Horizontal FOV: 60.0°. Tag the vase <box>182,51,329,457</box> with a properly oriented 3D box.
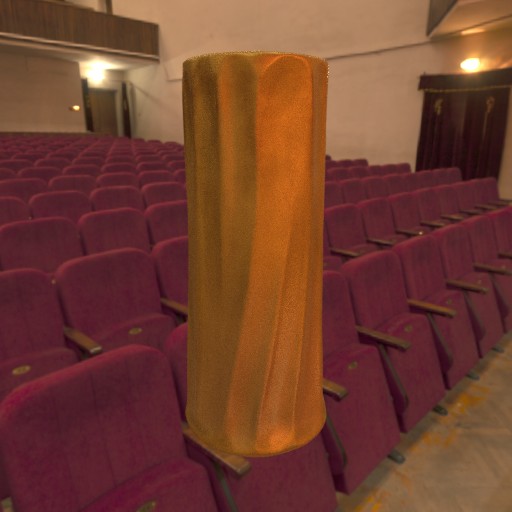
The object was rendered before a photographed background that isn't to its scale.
[{"bbox_3d":[0.000,0.000,0.178,0.061,0.143,0.061,0,15,0],"label":"vase"}]
